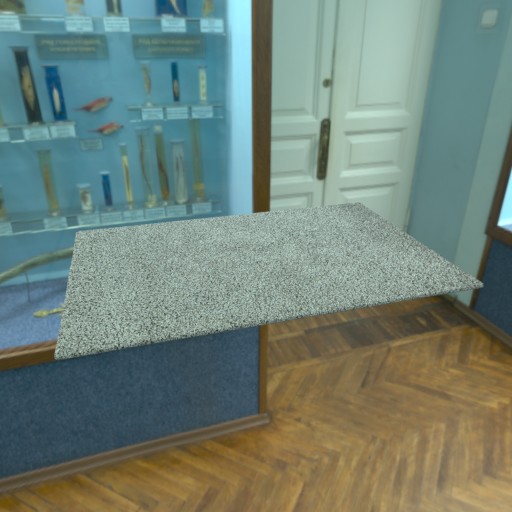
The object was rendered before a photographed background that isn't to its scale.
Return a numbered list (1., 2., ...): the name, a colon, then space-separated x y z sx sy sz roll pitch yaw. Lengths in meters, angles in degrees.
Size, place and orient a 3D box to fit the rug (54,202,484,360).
1. rug: 0.000 0.000 3.447 2.743 0.030 1.778 -7 27 -15
